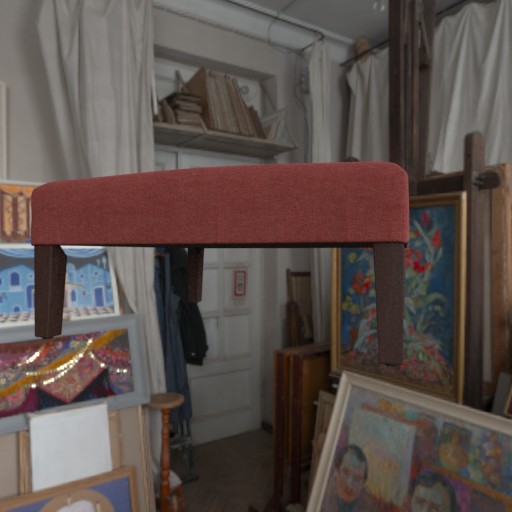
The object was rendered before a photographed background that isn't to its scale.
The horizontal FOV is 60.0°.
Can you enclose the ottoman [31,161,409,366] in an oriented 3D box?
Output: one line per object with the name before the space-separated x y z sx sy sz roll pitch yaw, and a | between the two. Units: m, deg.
ottoman | 0.000 0.000 1.371 0.890 0.411 0.889 0 0 19
